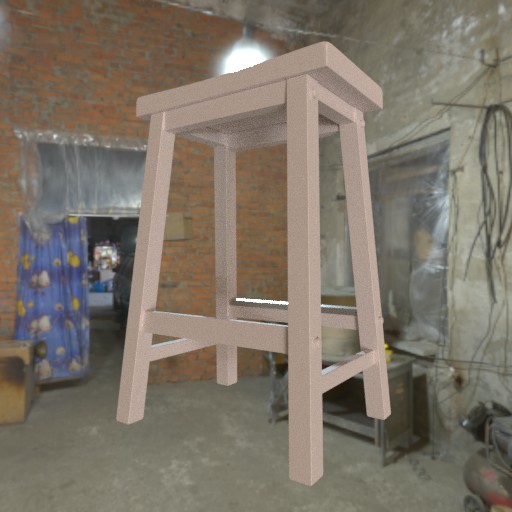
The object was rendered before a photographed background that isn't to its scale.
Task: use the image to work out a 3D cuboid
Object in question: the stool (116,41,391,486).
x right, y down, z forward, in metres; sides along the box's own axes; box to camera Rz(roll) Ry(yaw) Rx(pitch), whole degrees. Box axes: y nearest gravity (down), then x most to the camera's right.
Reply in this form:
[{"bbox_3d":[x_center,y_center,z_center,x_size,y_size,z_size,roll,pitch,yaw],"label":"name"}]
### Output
[{"bbox_3d":[0.000,0.000,0.832,0.406,0.610,0.322,0,0,35],"label":"stool"}]
